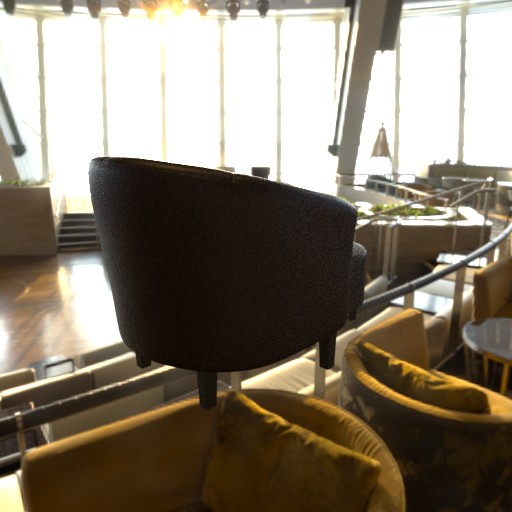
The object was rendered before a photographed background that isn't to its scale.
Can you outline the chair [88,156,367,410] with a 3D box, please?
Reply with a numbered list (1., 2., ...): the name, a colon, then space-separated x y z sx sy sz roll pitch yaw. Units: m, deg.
1. chair: 0.000 0.000 1.676 0.737 0.755 1.176 13 19 43
